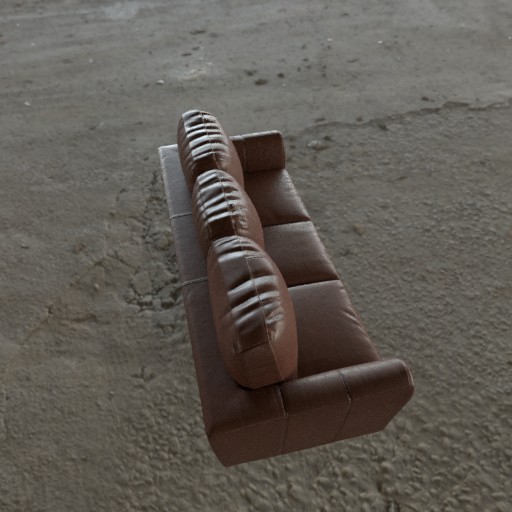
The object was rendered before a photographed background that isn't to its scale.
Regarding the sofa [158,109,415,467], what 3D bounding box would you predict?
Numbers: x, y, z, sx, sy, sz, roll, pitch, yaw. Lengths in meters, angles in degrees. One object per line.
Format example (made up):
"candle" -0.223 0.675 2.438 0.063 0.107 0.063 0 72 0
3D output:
"sofa" 0.000 0.000 2.288 0.802 0.915 1.862 -10 47 -10
